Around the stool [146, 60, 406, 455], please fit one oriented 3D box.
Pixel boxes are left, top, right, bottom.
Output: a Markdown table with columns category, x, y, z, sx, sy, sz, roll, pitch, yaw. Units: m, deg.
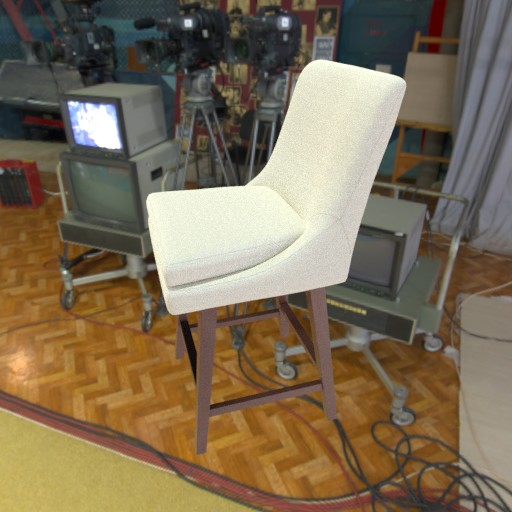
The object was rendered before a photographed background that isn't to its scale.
| category | x | y | z | sx | sy | sz | roll | pitch | yaw |
| --- | --- | --- | --- | --- | --- | --- | --- | --- | --- |
| stool | 0.000 | 0.000 | 1.267 | 0.559 | 0.991 | 0.483 | -8 | 30 | -15 |
